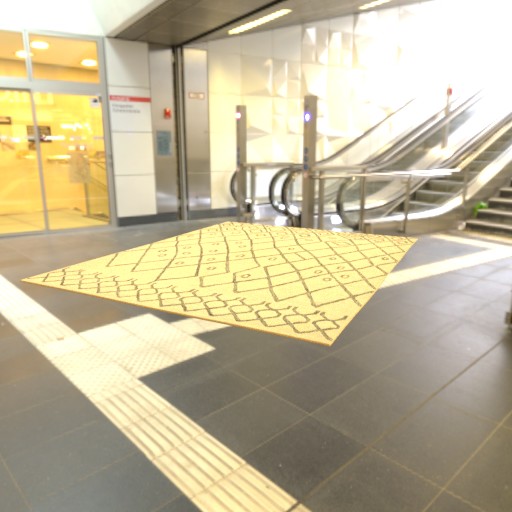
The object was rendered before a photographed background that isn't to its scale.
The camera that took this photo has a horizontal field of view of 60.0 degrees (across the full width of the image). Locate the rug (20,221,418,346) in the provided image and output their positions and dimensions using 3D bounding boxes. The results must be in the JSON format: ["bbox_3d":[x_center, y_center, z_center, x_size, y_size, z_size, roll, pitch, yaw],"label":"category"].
[{"bbox_3d":[0.000,0.000,4.112,2.446,0.015,3.046,7,16,27],"label":"rug"}]
